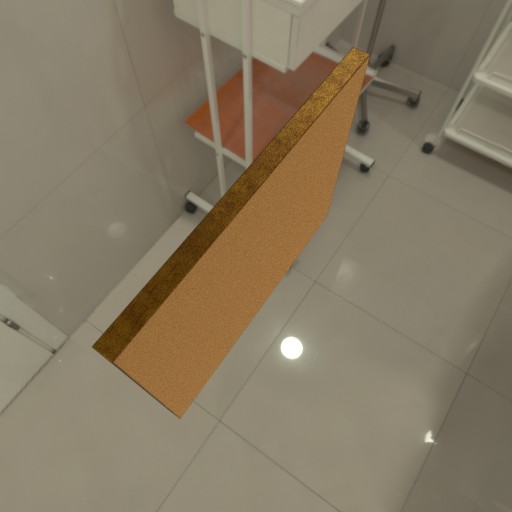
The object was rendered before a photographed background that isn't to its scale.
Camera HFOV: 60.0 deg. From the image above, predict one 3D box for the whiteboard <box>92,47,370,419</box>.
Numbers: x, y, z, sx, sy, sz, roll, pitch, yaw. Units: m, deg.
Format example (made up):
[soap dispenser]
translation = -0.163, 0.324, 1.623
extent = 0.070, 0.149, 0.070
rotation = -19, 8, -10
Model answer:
[whiteboard]
translation = 0.000, 0.000, 0.766
extent = 0.029, 0.457, 0.561
rotation = 32, 67, 15
